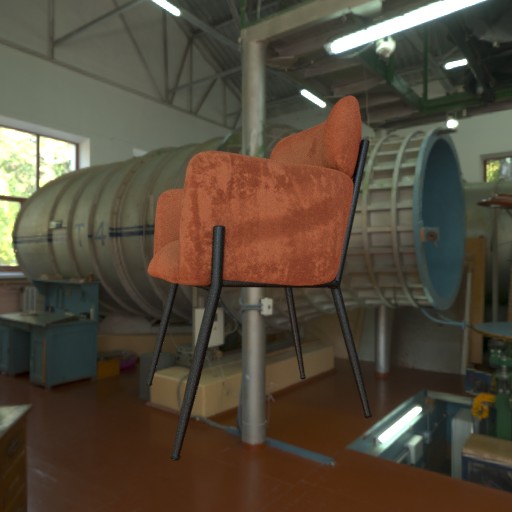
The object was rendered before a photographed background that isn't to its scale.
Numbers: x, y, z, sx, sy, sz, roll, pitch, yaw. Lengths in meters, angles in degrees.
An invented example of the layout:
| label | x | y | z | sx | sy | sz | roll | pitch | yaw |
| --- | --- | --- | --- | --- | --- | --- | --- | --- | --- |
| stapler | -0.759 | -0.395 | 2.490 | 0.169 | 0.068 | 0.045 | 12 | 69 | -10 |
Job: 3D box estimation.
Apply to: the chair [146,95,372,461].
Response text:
| label | x | y | z | sx | sy | sz | roll | pitch | yaw |
| --- | --- | --- | --- | --- | --- | --- | --- | --- | --- |
| chair | 0.000 | 0.000 | 1.160 | 0.523 | 0.772 | 0.561 | 0 | -1 | -19 |
